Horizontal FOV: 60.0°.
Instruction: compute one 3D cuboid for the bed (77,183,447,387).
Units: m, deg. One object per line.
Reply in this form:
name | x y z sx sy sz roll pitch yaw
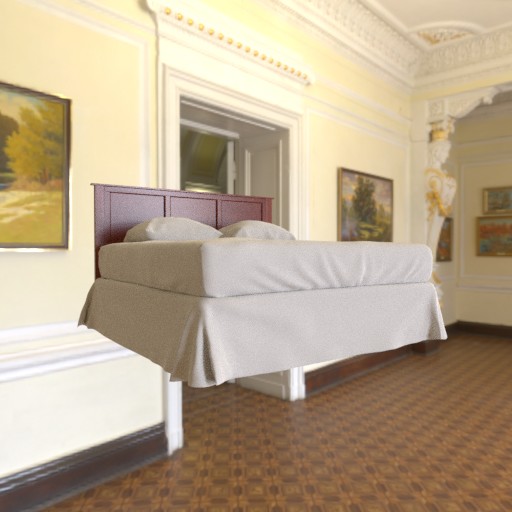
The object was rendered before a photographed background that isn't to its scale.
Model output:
bed | 0.000 0.000 3.616 2.314 1.271 2.219 -1 1 -35
